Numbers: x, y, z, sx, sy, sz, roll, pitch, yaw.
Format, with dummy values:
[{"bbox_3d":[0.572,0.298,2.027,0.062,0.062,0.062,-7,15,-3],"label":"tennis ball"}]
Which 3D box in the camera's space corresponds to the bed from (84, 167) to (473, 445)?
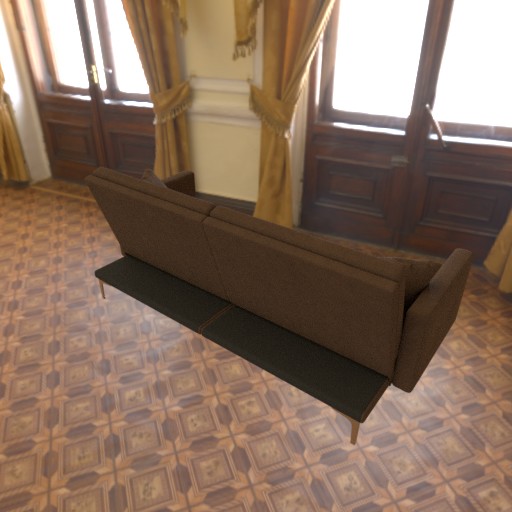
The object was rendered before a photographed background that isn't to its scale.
[{"bbox_3d":[0.000,0.000,2.342,1.905,0.787,0.889,21,36,32],"label":"bed"}]
